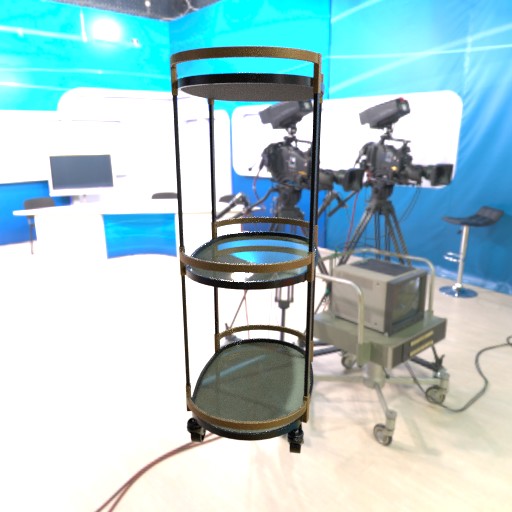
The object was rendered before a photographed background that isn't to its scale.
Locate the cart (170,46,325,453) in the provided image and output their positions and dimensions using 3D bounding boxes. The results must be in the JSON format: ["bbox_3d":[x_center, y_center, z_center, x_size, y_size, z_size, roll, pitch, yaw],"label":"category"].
[{"bbox_3d":[0.000,0.000,1.116,0.311,0.885,0.515,2,16,9],"label":"cart"}]
